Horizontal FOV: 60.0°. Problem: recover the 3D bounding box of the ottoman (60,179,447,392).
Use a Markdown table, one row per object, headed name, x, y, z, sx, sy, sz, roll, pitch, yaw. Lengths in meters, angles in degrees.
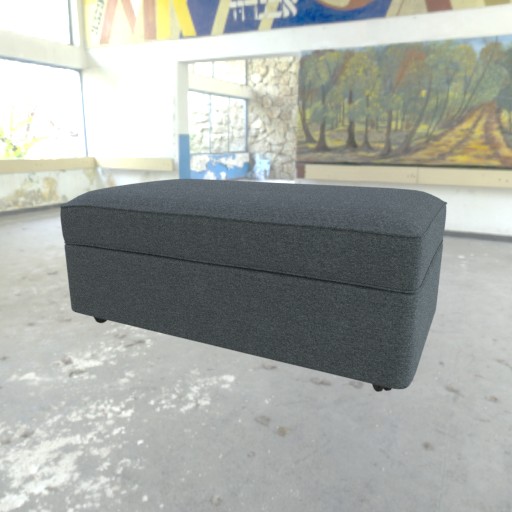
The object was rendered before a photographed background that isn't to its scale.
| name | x | y | z | sx | sy | sz | roll | pitch | yaw |
| --- | --- | --- | --- | --- | --- | --- | --- | --- | --- |
| ottoman | 0.000 | 0.000 | 1.563 | 1.173 | 0.494 | 0.681 | 7 | 16 | 26 |
